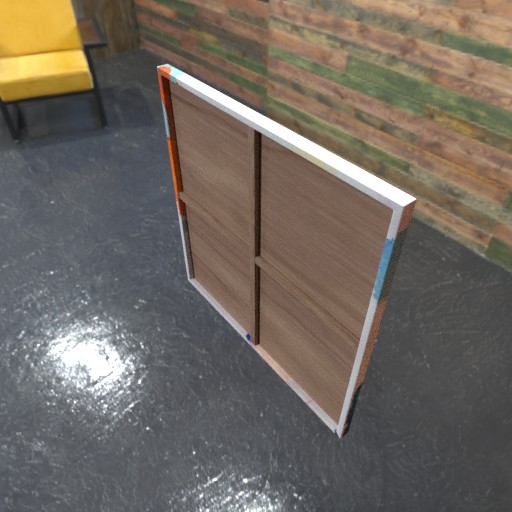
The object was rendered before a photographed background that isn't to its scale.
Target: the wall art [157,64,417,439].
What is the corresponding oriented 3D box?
[{"bbox_3d":[0.000,0.000,1.541,0.044,1.017,1.017,-28,49,-27],"label":"wall art"}]
